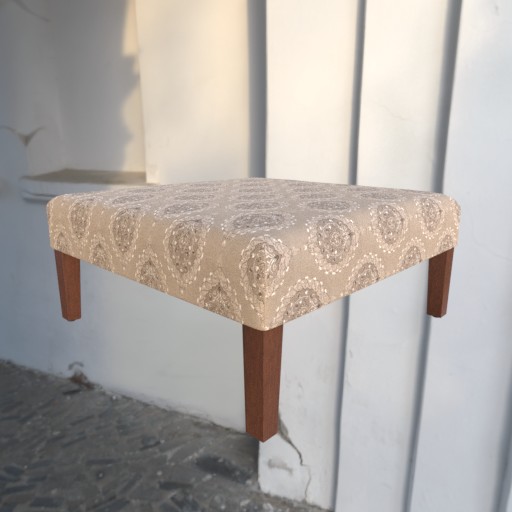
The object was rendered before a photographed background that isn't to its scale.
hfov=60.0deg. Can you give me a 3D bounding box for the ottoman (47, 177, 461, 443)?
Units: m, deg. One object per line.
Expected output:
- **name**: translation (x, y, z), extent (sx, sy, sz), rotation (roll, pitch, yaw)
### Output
- **ottoman**: translation (0.000, 0.000, 1.365), extent (0.889, 0.411, 0.890), rotation (14, 20, 42)
